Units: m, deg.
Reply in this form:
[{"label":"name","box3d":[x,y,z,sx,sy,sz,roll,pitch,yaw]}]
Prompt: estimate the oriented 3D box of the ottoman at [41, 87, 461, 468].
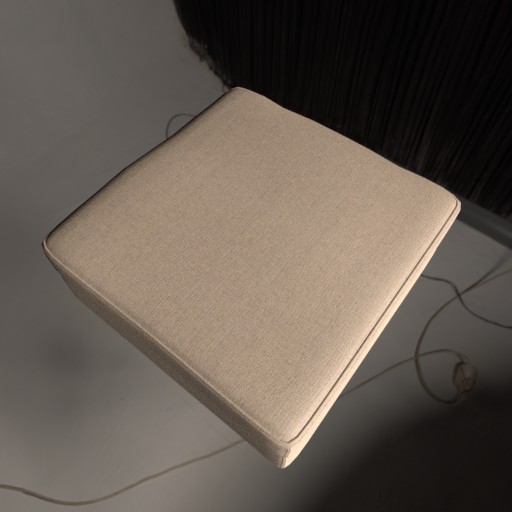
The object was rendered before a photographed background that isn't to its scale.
[{"label":"ottoman","box3d":[0.000,0.000,1.335,0.838,0.481,0.838,33,63,19]}]
